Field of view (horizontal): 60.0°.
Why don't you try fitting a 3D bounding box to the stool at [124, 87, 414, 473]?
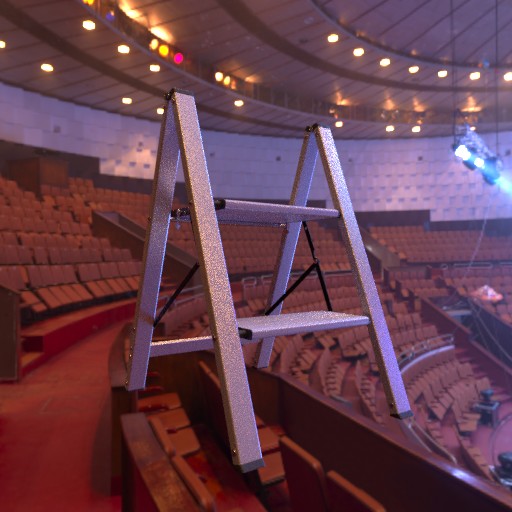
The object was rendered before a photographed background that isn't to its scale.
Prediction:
[{"bbox_3d":[0.000,0.000,1.022,0.440,0.670,0.535,0,-1,-36],"label":"stool"}]
